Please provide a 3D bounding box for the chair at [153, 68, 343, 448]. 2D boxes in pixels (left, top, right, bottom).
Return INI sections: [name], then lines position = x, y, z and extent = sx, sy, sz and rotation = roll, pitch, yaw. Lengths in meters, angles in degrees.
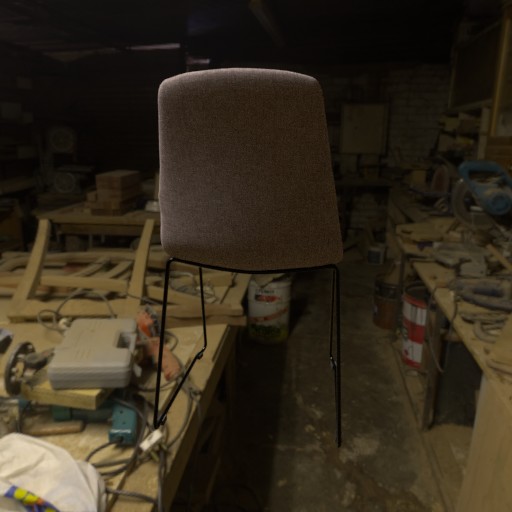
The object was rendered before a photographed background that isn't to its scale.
[chair]
position = 0.000, 0.000, 1.167
extent = 0.479, 0.858, 0.518
rotation = 2, 16, 8
